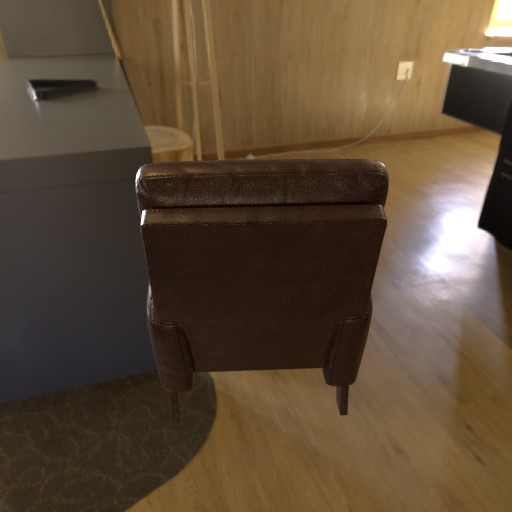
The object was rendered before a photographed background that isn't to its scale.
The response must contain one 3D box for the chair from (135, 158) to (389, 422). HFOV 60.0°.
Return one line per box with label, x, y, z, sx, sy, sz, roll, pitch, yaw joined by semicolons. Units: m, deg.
chair;0.000;0.000;1.680;0.762;0.990;0.990;-1;32;-2
